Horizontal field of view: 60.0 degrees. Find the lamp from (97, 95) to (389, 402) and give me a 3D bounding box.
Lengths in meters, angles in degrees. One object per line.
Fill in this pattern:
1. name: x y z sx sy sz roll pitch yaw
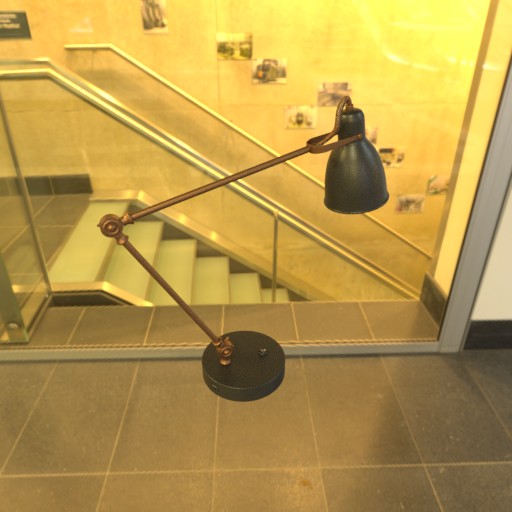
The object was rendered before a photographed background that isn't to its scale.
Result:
1. lamp: 0.000 0.000 0.874 0.561 0.587 0.187 -11 32 -18
